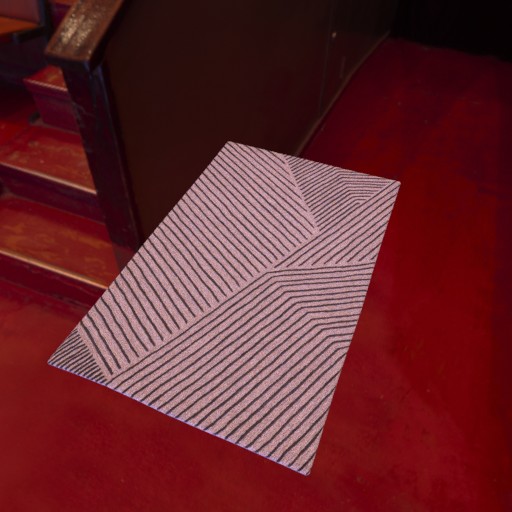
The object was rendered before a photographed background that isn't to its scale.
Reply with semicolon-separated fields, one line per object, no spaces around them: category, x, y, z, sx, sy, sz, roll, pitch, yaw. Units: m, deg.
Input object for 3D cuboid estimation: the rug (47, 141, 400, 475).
rug;0.000;0.000;3.027;1.539;0.023;2.406;17;49;15
